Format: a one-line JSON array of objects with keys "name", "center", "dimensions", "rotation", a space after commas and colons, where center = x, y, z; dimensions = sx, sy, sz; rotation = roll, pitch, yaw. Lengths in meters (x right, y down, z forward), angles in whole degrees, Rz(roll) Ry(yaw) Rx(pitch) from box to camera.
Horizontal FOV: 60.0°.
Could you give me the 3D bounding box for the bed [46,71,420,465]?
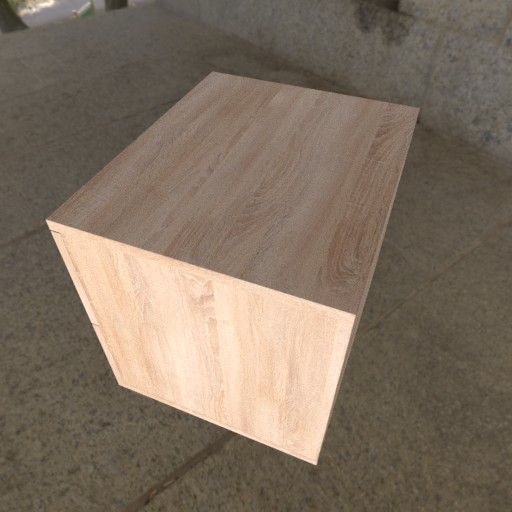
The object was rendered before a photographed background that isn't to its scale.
[{"name": "bed", "center": [0.000, 0.000, 0.788], "dimensions": [0.401, 0.420, 0.460], "rotation": [16, 48, 15]}]
